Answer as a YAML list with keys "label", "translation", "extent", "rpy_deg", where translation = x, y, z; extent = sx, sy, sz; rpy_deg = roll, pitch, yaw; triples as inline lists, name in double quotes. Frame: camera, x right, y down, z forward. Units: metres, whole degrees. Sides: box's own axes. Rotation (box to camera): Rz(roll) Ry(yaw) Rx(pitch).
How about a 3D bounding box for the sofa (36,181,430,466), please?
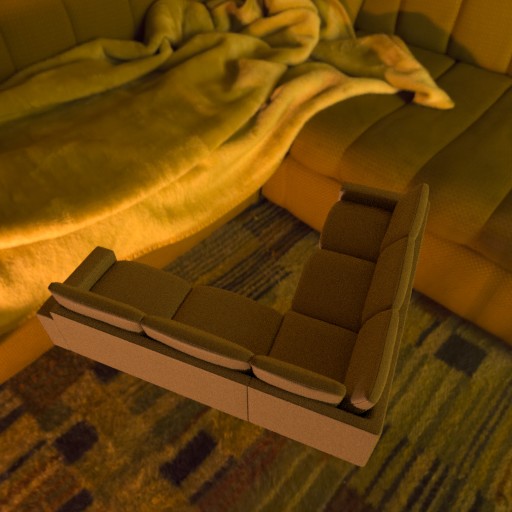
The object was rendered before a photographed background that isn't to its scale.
- label: "sofa"
  translation: [0.000, 0.000, 4.063]
  extent: [2.742, 0.800, 2.622]
  rpy_deg: [16, 49, 15]
